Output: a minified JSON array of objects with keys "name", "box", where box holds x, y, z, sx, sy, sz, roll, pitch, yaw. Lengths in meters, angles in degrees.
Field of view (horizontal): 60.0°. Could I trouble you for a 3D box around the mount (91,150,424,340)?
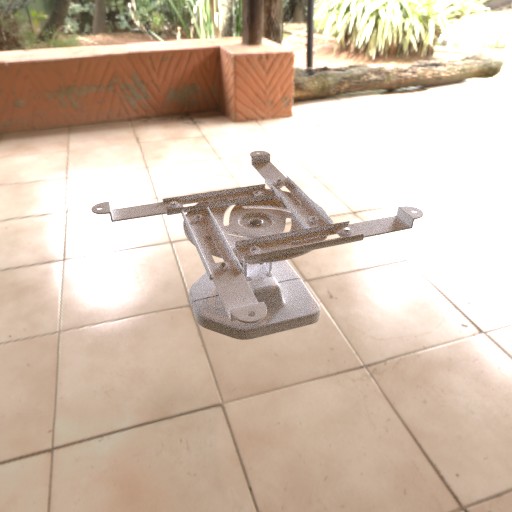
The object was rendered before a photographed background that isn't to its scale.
[{"name":"mount","box":[0.000,0.000,0.600,0.394,0.141,0.394,-11,35,-16]}]
